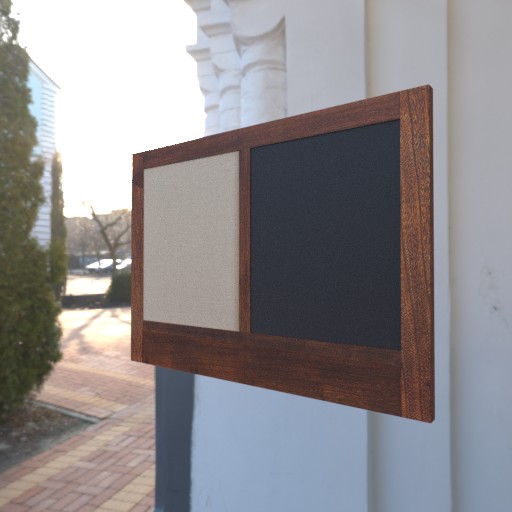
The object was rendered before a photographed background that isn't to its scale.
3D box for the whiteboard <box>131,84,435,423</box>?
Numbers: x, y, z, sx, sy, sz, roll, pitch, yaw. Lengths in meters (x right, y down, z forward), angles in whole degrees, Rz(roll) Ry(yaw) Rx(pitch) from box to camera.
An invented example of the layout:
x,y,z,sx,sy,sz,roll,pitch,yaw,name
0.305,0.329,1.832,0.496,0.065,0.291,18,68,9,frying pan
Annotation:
x,y,z,sx,sy,sz,roll,pitch,yaw,name
0.000,0.000,0.983,0.768,0.553,0.083,-1,-1,37,whiteboard
